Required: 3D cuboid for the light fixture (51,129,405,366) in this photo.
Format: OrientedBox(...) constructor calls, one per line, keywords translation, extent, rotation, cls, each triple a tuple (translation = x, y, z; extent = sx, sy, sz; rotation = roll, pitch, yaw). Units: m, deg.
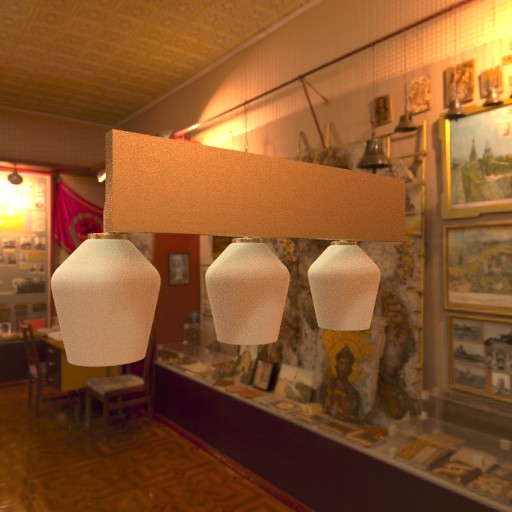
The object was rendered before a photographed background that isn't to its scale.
OrientedBox(translation=(0.000, 0.000, 0.726), extent=(0.609, 0.280, 0.190), rotation=(0, 0, -36), cls="light fixture")
